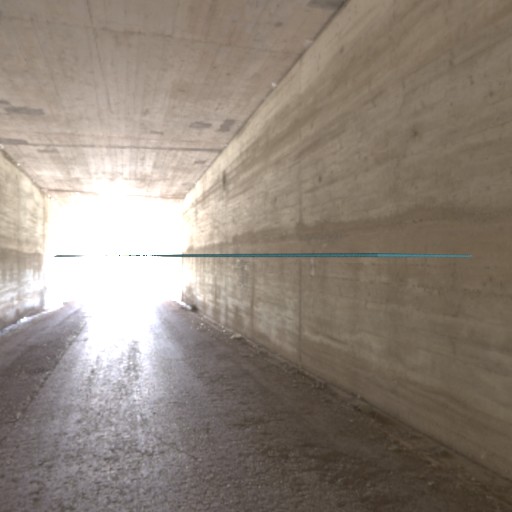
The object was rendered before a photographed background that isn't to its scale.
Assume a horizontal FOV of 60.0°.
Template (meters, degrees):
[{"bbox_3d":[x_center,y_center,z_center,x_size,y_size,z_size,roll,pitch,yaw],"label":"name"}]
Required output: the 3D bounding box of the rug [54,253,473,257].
[{"bbox_3d":[0.000,0.000,2.320,1.833,0.012,1.211,0,0,38],"label":"rug"}]
